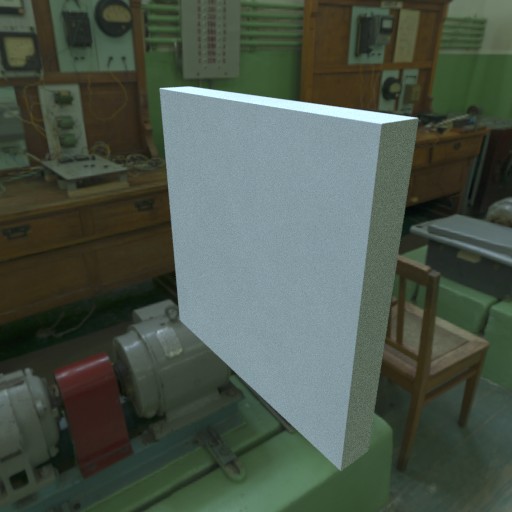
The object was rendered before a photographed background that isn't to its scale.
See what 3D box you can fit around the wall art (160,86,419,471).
[{"bbox_3d":[0.000,0.000,0.455,0.038,0.305,0.305,-18,31,-33],"label":"wall art"}]
